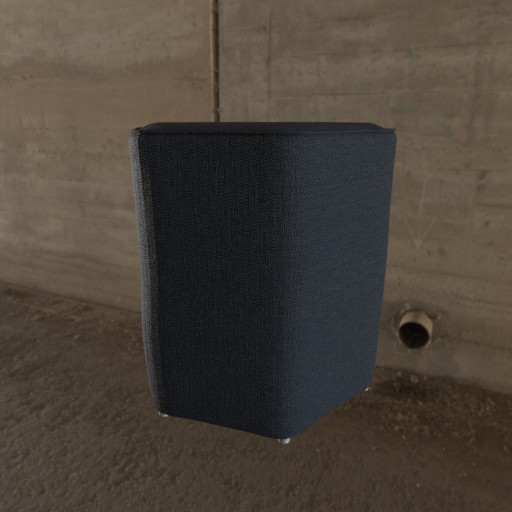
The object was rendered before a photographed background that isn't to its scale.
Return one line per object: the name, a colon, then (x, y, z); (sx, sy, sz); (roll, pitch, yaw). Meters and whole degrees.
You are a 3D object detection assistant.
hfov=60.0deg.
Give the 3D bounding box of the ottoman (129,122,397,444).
ottoman: (0.000, 0.000, 0.874); (0.454, 0.505, 0.492); (-2, 17, -8)
